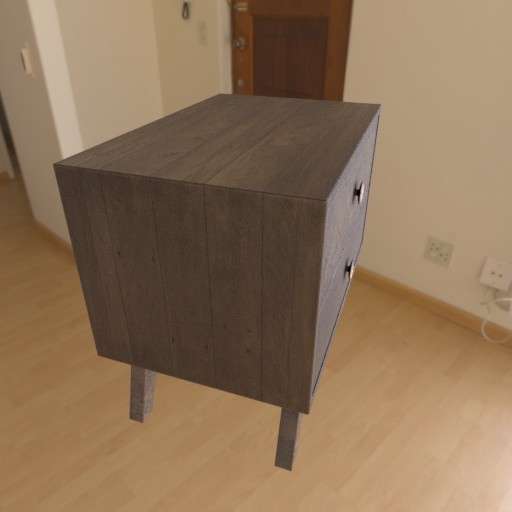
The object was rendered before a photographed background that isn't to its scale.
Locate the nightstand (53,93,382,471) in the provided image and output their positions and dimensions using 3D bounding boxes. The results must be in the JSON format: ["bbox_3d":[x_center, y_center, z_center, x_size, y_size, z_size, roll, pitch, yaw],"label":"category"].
[{"bbox_3d":[0.000,0.000,1.045,0.450,0.599,0.650,10,31,17],"label":"nightstand"}]
